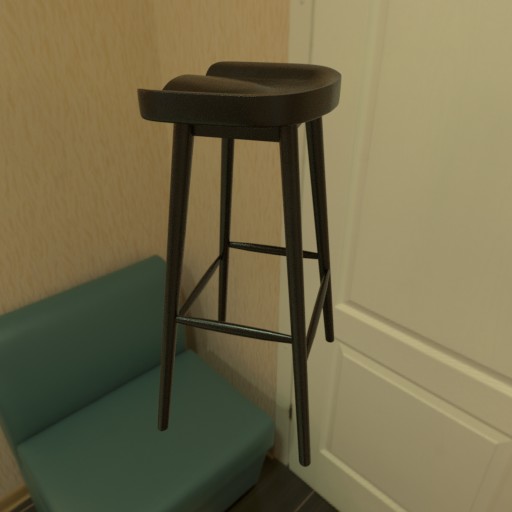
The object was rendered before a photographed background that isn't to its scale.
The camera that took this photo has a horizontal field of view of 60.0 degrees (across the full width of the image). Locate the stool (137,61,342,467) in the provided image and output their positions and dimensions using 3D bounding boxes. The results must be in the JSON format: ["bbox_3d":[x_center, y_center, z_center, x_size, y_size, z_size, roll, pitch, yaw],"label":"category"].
[{"bbox_3d":[0.000,0.000,0.983,0.361,0.749,0.440,8,31,14],"label":"stool"}]
